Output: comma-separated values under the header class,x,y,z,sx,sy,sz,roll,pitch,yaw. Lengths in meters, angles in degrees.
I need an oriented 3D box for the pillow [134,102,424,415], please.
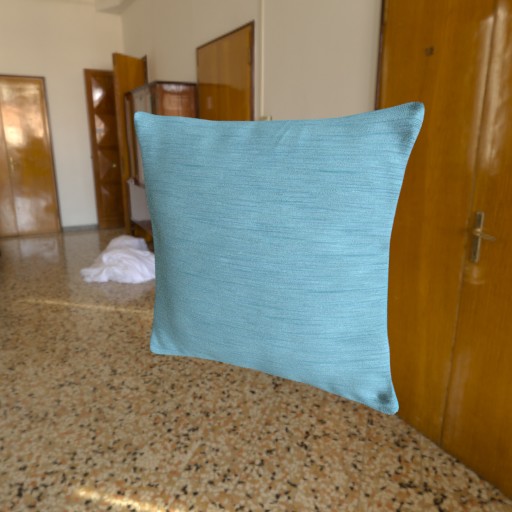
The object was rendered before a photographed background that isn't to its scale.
class,x,y,z,sx,sy,sz,roll,pitch,yaw
pillow,0.000,0.000,0.650,0.433,0.415,0.151,7,17,26
